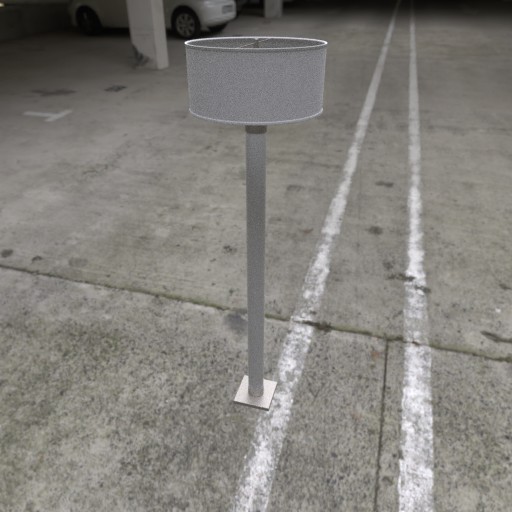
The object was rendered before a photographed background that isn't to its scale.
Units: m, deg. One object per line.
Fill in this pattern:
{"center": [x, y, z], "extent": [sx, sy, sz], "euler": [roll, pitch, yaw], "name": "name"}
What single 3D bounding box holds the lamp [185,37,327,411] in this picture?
{"center": [0.000, 0.000, 1.672], "extent": [0.420, 1.475, 0.420], "euler": [8, 31, 14], "name": "lamp"}
